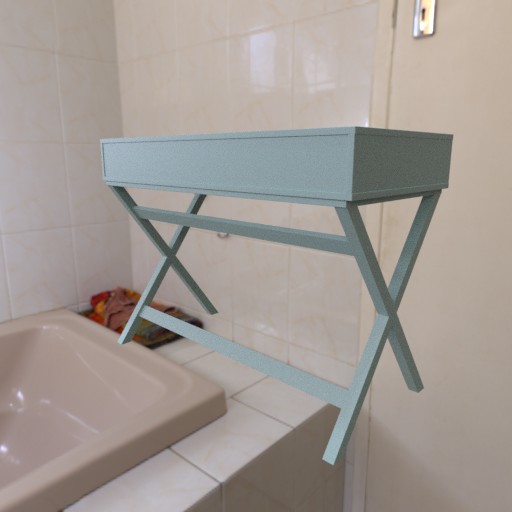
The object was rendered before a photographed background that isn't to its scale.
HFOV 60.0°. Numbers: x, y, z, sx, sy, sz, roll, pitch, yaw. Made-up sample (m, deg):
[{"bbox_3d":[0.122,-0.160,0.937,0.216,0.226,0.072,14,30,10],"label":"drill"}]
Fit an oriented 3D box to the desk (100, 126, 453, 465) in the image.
[{"bbox_3d":[0.000,0.000,1.505,1.057,0.780,0.525,12,18,43],"label":"desk"}]
